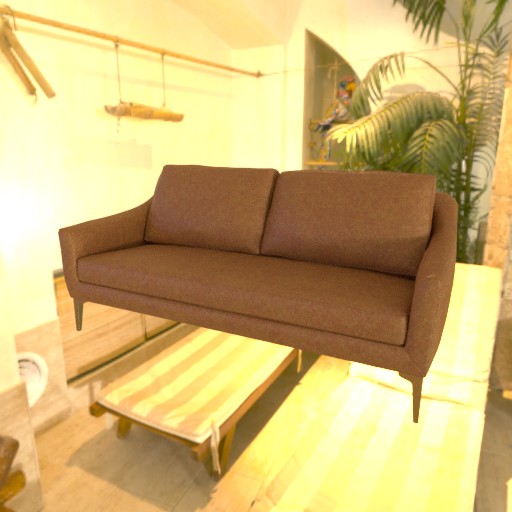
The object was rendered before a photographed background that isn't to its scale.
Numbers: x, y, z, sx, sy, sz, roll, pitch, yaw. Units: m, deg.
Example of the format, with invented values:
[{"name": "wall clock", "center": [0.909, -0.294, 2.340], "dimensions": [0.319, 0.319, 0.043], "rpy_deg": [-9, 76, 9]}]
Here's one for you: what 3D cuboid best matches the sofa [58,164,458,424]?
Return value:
[{"name": "sofa", "center": [0.000, 0.000, 2.477], "dimensions": [2.036, 0.945, 0.981], "rpy_deg": [8, 17, 27]}]
